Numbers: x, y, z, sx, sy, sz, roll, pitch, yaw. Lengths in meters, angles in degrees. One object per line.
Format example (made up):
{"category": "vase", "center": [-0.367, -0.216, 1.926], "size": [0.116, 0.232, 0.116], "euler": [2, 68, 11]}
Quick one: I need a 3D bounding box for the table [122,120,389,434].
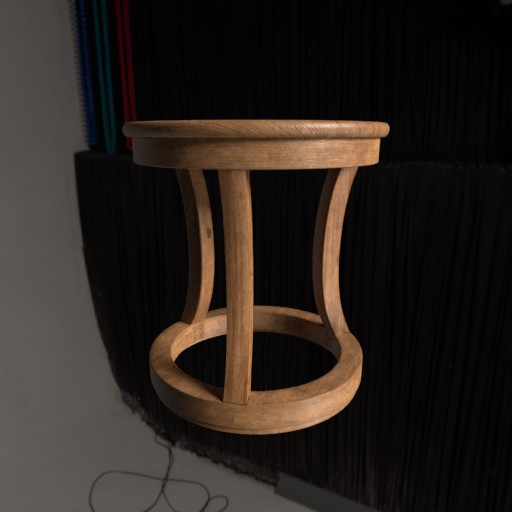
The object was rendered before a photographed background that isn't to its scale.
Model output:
{"category": "table", "center": [0.000, 0.000, 0.805], "size": [0.432, 0.460, 0.432], "euler": [0, 15, 0]}
